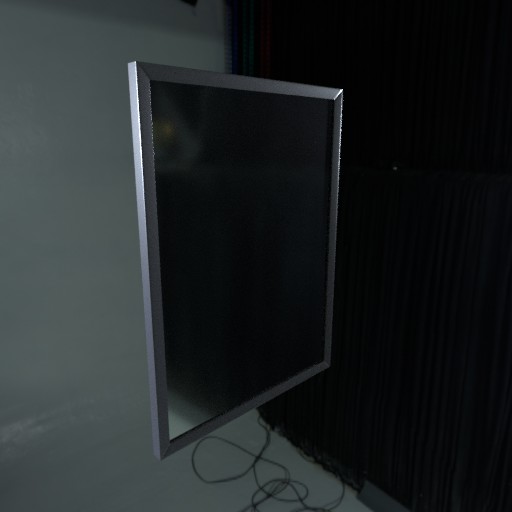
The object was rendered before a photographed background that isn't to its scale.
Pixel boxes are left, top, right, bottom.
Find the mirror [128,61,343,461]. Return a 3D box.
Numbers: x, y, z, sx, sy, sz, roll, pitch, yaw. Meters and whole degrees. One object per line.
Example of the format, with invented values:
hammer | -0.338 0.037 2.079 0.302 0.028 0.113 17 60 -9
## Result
mirror | 0.000 0.000 1.357 0.762 1.016 0.040 -13 20 -42
